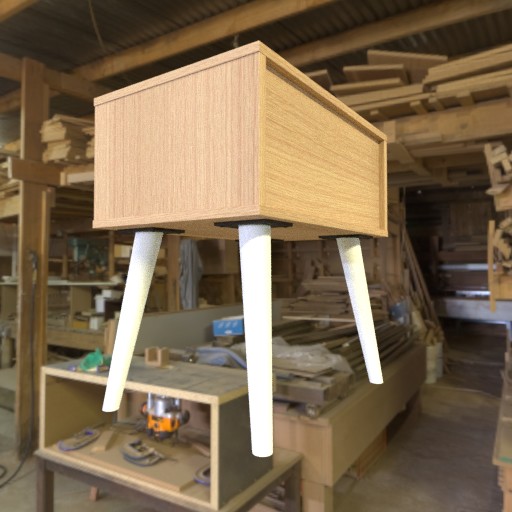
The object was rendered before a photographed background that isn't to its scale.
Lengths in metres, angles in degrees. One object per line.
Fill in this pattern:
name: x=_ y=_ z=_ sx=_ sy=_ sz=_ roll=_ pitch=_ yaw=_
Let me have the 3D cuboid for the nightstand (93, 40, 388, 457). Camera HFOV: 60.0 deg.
nightstand: x=0.000 y=0.000 z=0.987 sx=0.407 sy=0.610 sz=0.571 roll=-1 pitch=-2 yaw=35
